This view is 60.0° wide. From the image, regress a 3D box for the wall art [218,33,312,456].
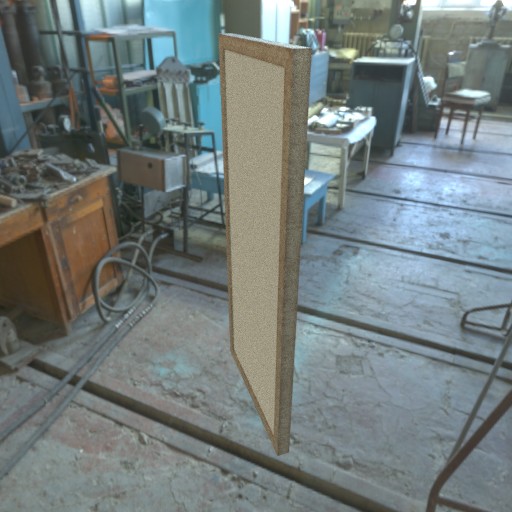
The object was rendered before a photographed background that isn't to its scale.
[{"bbox_3d":[0.000,0.000,1.660,0.051,1.461,0.648,-10,31,-17],"label":"wall art"}]
